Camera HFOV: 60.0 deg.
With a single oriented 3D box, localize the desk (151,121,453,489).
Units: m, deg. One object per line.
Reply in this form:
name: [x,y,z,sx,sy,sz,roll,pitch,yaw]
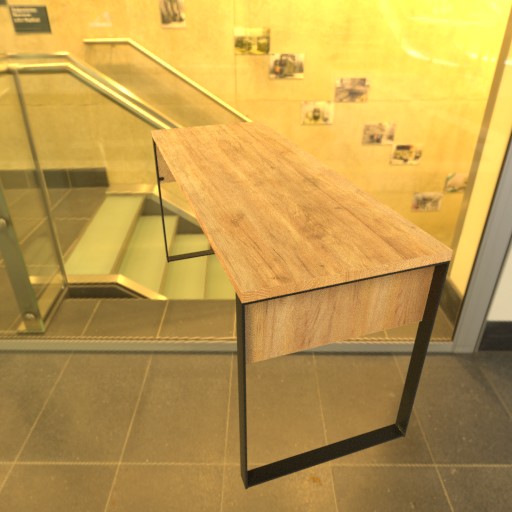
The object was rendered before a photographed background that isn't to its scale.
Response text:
desk: [0.000,0.000,1.916,0.600,0.760,1.520,-10,32,-17]
